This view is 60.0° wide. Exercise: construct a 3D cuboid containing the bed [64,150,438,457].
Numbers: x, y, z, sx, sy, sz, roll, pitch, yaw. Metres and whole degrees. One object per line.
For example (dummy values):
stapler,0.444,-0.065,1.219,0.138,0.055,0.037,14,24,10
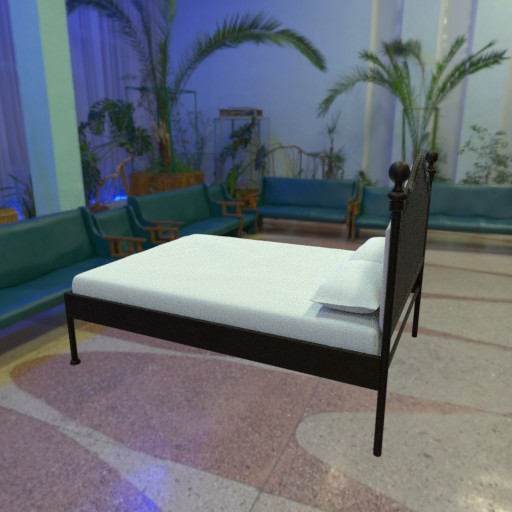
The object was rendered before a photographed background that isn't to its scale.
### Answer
bed,0.000,0.000,3.229,2.224,1.499,1.642,7,17,25
